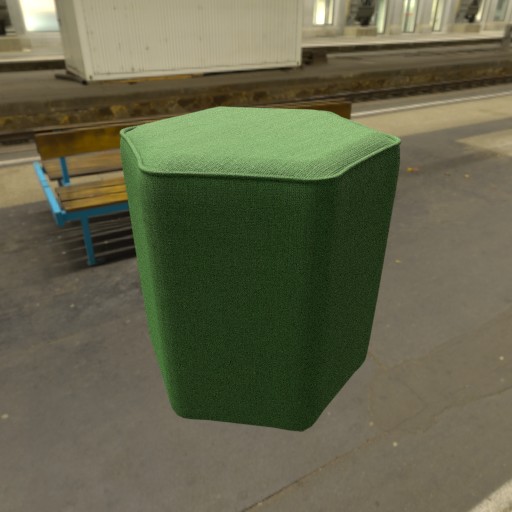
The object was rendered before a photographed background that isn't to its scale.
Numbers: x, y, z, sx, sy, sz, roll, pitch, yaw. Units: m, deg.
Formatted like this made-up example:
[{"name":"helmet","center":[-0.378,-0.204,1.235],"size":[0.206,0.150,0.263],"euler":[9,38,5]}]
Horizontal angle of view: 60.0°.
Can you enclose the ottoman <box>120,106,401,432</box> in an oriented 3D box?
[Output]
[{"name":"ottoman","center":[0.000,0.000,0.889],"size":[0.444,0.507,0.499],"euler":[21,36,32]}]
